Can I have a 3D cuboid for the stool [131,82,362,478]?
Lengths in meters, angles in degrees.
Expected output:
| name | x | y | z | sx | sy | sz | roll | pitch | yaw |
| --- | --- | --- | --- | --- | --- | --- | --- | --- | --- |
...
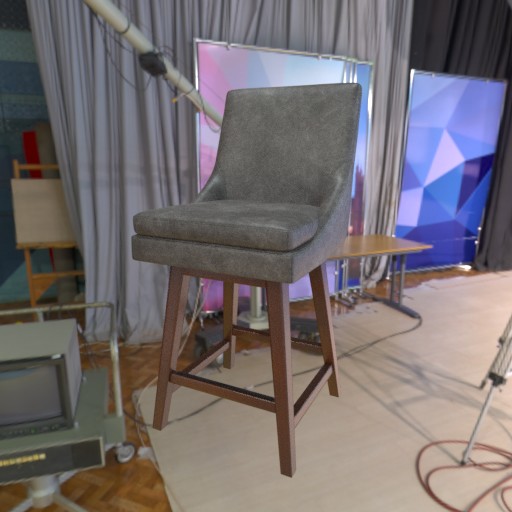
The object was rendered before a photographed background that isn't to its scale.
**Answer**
| name | x | y | z | sx | sy | sz | roll | pitch | yaw |
| --- | --- | --- | --- | --- | --- | --- | --- | --- | --- |
| stool | 0.000 | 0.000 | 1.376 | 0.492 | 1.046 | 0.587 | 7 | 16 | 26 |
